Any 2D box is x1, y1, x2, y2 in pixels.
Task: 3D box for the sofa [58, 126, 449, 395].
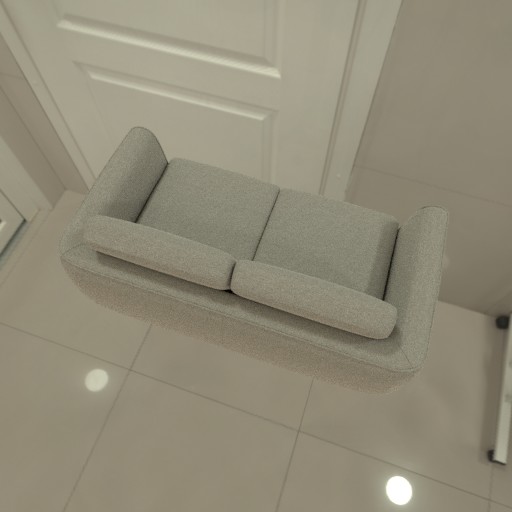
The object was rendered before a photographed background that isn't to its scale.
[{"bbox_3d":[0.000,0.000,2.215,1.700,0.850,0.920,17,64,9],"label":"sofa"}]
